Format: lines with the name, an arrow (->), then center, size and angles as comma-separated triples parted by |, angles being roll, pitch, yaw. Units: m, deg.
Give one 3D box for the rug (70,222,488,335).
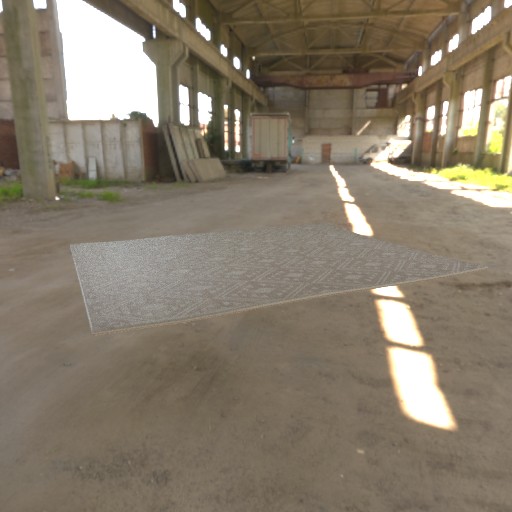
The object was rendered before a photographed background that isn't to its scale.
rug -> 0.000, 0.000, 4.009 | 3.011, 0.054, 2.399 | -6, 15, -24
